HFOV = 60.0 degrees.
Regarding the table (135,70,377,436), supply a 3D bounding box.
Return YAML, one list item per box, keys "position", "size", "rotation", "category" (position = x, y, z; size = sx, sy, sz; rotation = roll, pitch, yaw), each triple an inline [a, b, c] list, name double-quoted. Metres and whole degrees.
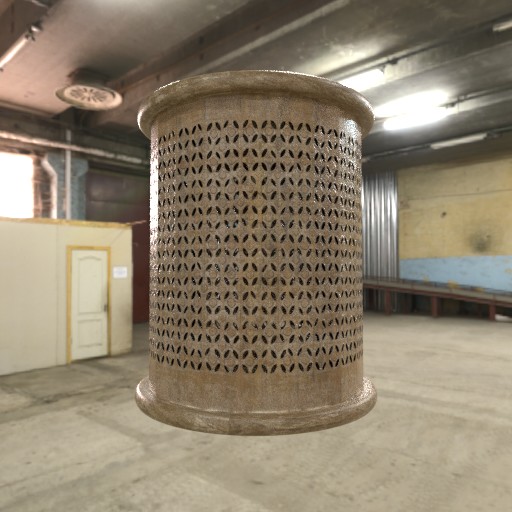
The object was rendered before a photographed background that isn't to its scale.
- position: [0.000, 0.000, 0.779]
  size: [0.407, 0.482, 0.407]
  rotation: [0, -2, 0]
  category: "table"
